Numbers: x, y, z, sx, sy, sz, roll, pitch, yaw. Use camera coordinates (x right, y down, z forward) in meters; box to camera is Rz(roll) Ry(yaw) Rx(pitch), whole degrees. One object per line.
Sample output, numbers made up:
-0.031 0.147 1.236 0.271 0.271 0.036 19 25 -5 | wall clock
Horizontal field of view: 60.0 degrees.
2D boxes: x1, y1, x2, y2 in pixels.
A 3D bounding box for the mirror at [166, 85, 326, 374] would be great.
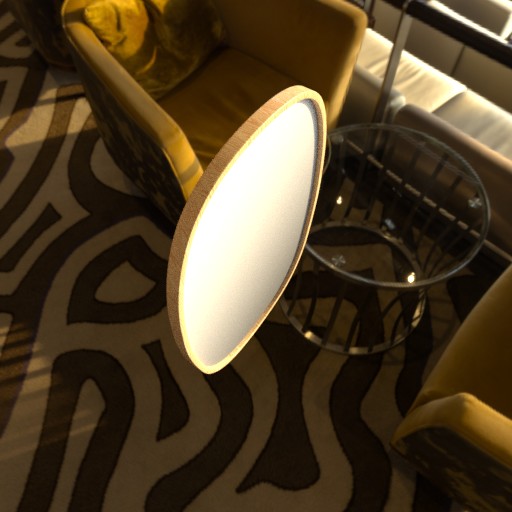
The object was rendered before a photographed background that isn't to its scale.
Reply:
0.000 0.000 1.382 0.037 1.075 0.724 31 63 17 | mirror
